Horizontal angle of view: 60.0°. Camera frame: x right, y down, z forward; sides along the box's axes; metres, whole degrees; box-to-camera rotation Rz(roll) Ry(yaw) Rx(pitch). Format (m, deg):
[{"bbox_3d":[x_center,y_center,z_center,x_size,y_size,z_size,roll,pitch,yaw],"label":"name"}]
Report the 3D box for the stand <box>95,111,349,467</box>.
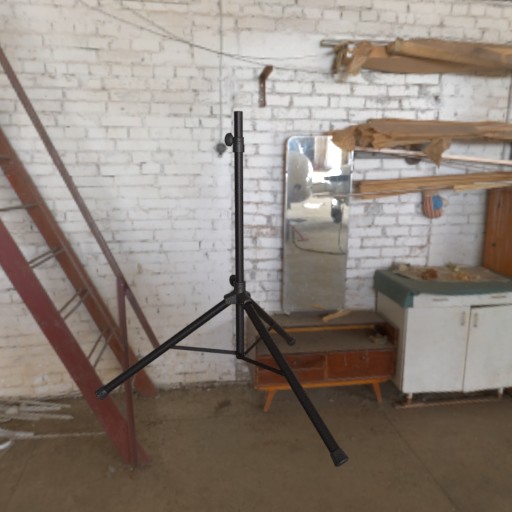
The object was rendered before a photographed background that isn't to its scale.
[{"bbox_3d":[0.000,0.000,1.870,1.045,1.136,0.907,6,13,26],"label":"stand"}]
